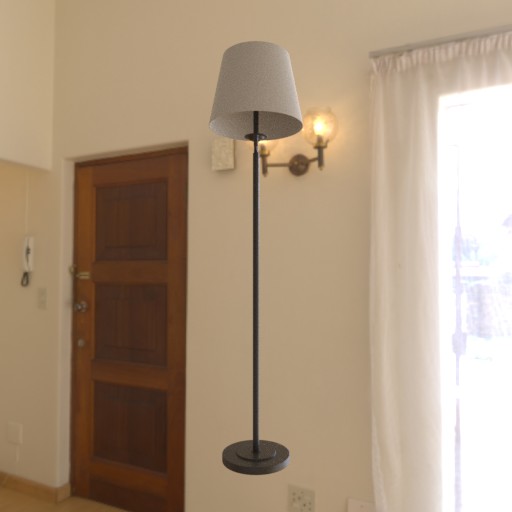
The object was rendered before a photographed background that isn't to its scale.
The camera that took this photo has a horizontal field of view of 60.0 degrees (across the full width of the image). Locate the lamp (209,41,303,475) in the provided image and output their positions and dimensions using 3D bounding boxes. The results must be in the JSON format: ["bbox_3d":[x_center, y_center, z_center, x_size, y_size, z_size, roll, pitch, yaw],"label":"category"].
[{"bbox_3d":[0.000,0.000,1.625,0.348,1.473,0.348,0,-2,0],"label":"lamp"}]
